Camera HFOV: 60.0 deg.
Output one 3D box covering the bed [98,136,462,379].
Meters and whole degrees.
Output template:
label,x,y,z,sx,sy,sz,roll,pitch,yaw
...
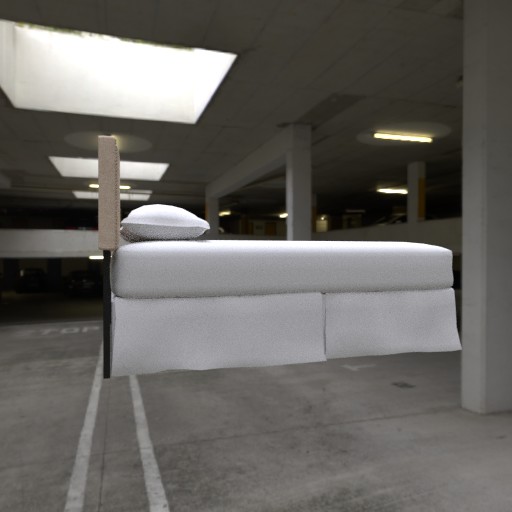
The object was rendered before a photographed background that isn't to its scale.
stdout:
label,x,y,z,sx,sy,sz,roll,pitch,yaw
bed,0.000,0.000,2.865,1.876,1.016,1.616,0,0,-18
